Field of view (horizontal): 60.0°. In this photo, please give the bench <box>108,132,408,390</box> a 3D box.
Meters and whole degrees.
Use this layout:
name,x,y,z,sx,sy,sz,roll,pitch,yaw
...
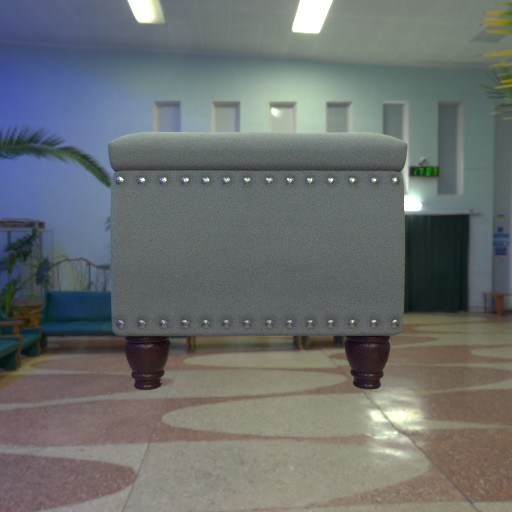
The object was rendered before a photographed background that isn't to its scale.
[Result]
name,x,y,z,sx,sy,sz,roll,pitch,yaw
bench,0.000,0.000,1.175,0.500,0.449,0.887,0,1,0
